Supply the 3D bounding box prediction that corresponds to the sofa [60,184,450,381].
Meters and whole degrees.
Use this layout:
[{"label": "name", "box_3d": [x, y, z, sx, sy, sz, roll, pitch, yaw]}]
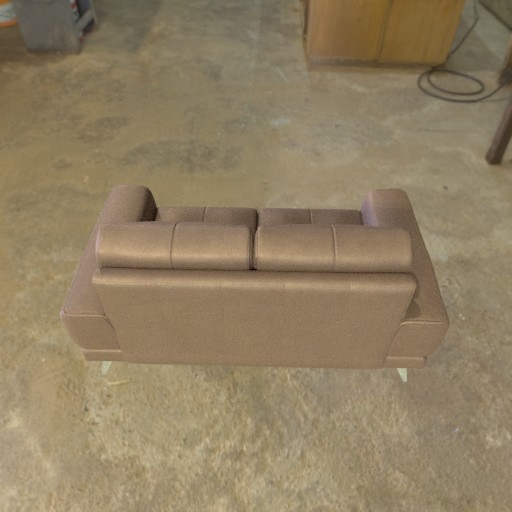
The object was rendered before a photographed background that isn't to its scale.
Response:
[{"label": "sofa", "box_3d": [0.000, 0.000, 2.387, 1.806, 0.907, 1.018, 1, 45, 1]}]
